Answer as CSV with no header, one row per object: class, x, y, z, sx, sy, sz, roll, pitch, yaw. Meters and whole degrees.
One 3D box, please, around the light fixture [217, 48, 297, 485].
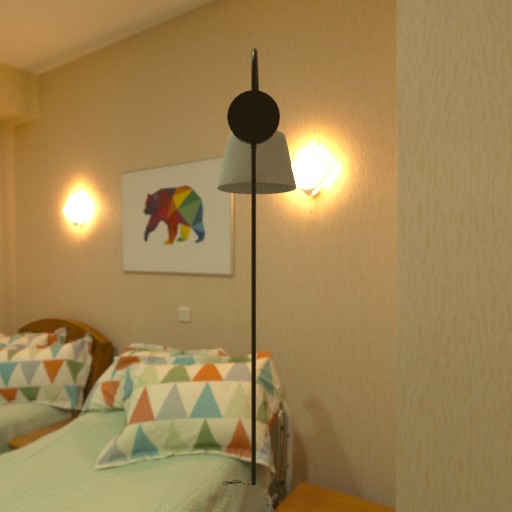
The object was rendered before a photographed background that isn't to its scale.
light fixture,0.000,0.000,0.472,0.092,0.399,0.176,0,0,1
